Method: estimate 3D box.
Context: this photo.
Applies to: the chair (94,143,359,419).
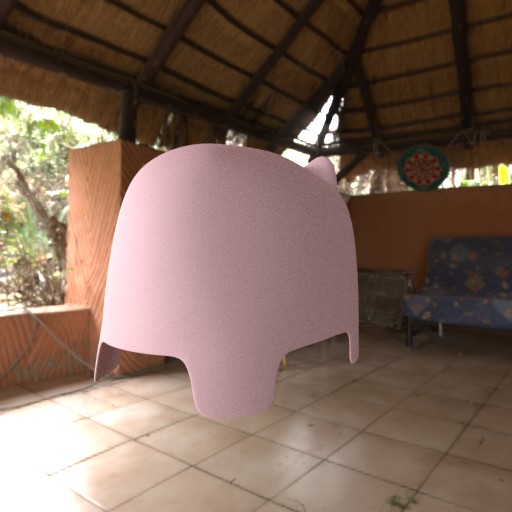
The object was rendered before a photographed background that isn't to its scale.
[{"bbox_3d":[0.000,0.000,0.880,0.364,0.423,0.619,1,1,37],"label":"chair"}]
